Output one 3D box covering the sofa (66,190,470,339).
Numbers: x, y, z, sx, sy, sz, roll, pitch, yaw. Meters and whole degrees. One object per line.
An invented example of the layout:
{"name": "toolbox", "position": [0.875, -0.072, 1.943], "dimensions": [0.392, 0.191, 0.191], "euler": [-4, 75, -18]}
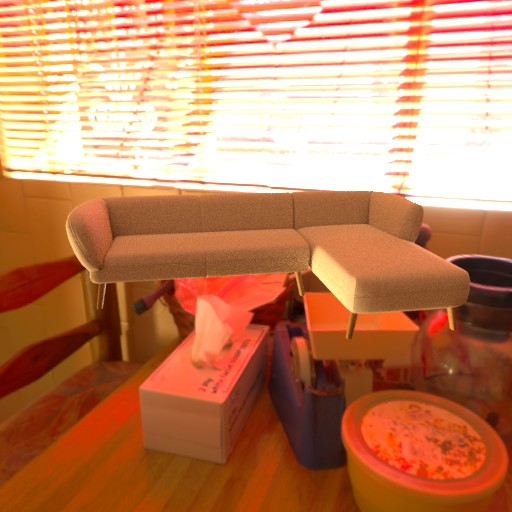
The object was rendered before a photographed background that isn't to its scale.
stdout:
{"name": "sofa", "position": [0.000, 0.000, 3.308], "dimensions": [2.660, 0.730, 1.610], "euler": [-3, 17, -9]}
